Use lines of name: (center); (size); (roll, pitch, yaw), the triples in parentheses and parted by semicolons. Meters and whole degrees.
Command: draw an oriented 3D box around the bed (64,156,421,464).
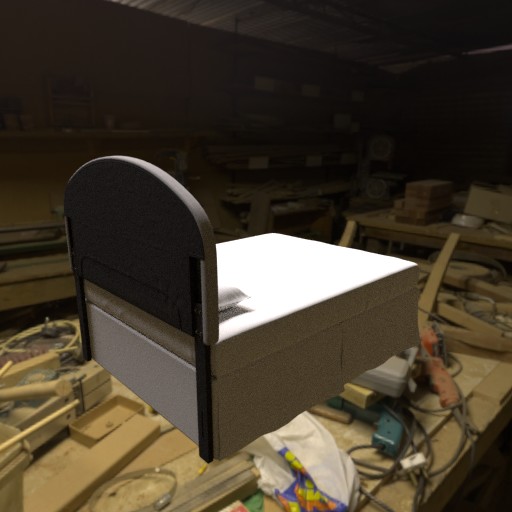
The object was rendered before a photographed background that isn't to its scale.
bed: (0.000, 0.000, 3.088); (2.005, 1.410, 1.607); (-14, 20, -42)
